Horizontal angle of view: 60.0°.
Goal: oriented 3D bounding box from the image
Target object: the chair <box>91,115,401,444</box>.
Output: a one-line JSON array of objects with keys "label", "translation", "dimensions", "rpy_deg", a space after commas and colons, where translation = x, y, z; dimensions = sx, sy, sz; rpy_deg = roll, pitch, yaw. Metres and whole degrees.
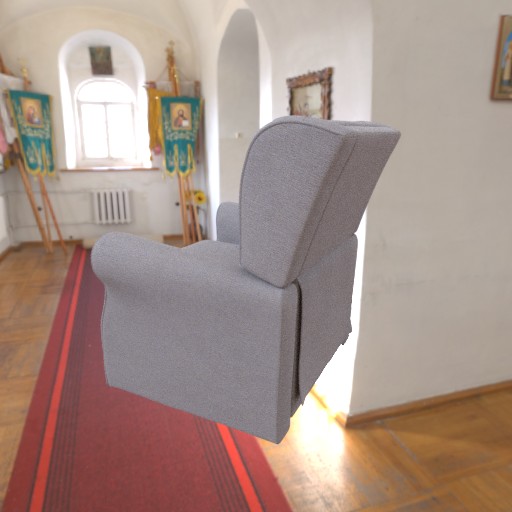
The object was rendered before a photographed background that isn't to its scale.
[{"label": "chair", "translation": [0.000, 0.000, 1.644], "dimensions": [0.854, 0.966, 0.906], "rpy_deg": [8, 18, 25]}]
